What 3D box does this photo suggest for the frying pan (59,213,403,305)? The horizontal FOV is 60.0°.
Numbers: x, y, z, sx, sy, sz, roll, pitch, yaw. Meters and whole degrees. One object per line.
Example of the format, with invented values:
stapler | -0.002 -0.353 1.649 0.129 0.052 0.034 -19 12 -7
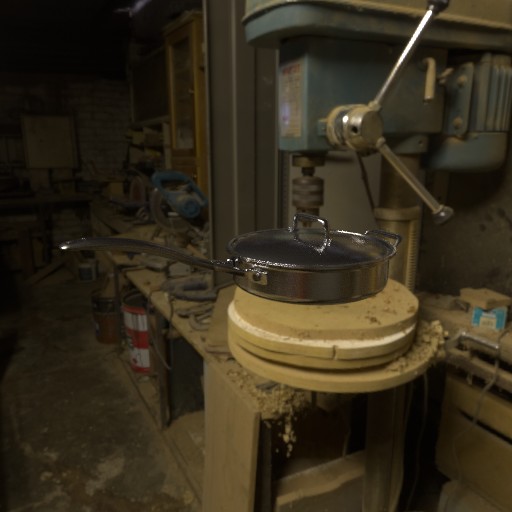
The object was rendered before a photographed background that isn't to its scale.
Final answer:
frying pan | 0.000 0.000 0.694 0.561 0.114 0.280 -8 16 -28
